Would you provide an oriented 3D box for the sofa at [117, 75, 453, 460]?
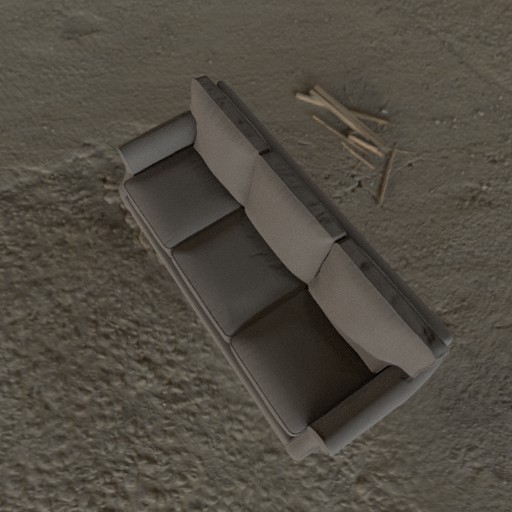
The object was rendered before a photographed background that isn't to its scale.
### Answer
[{"bbox_3d":[0.000,0.000,2.793,0.966,0.948,2.353,-32,68,-14],"label":"sofa"}]
